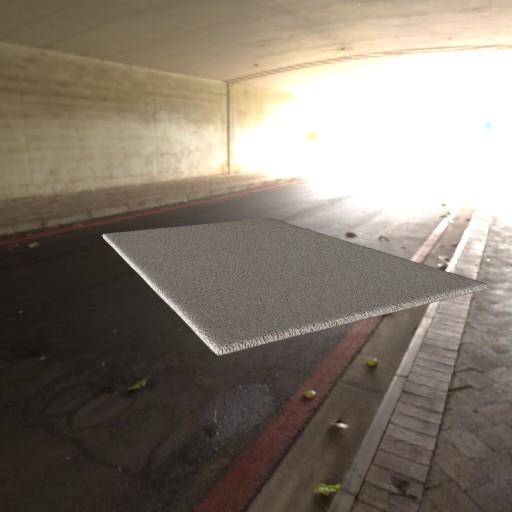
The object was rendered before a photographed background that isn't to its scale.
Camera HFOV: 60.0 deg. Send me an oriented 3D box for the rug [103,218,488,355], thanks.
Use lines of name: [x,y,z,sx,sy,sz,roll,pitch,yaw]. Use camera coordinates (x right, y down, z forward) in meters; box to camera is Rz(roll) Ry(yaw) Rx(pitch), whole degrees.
rug: [0.000,0.000,2.295,1.219,0.030,1.778,-8,17,-27]
